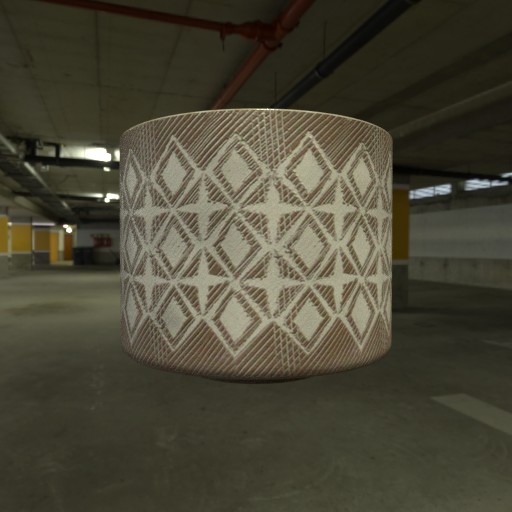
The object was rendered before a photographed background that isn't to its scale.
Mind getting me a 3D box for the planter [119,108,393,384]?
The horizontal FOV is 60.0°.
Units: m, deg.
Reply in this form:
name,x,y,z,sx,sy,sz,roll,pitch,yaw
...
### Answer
name,x,y,z,sx,sy,sz,roll,pitch,yaw
planter,0.000,0.000,0.216,0.126,0.104,0.126,0,1,0
